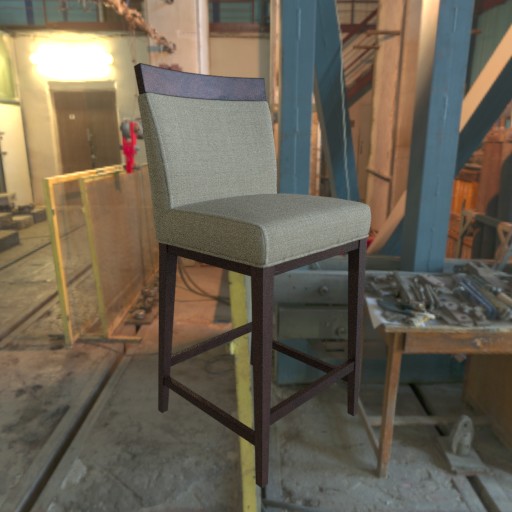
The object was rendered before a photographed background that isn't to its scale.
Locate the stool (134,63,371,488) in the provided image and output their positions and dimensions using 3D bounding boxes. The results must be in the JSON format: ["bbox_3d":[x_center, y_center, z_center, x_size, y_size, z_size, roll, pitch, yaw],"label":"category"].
[{"bbox_3d":[0.000,0.000,1.263,0.480,1.011,0.463,15,21,43],"label":"stool"}]
